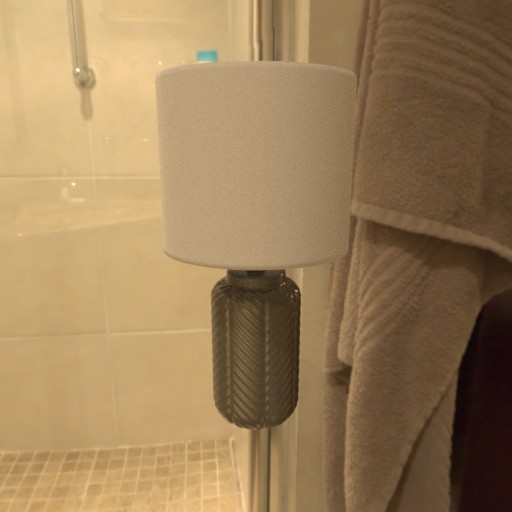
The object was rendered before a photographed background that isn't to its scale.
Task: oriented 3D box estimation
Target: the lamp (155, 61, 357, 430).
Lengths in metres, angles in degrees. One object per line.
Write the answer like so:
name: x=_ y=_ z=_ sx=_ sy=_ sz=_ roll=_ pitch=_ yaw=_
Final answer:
lamp: x=0.000 y=0.000 z=0.500 sx=0.203 sy=0.389 sz=0.203 roll=-13 pitch=19 yaw=-43
